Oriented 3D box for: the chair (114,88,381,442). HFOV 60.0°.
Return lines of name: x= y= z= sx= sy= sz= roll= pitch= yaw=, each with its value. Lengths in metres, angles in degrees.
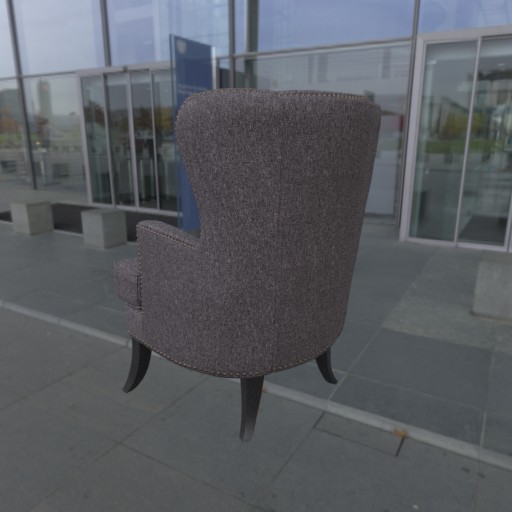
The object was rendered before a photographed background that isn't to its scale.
chair: x=0.000 y=0.000 z=1.583 sx=0.759 sy=1.060 sz=0.758 roll=-15 pitch=21 yaw=-43
